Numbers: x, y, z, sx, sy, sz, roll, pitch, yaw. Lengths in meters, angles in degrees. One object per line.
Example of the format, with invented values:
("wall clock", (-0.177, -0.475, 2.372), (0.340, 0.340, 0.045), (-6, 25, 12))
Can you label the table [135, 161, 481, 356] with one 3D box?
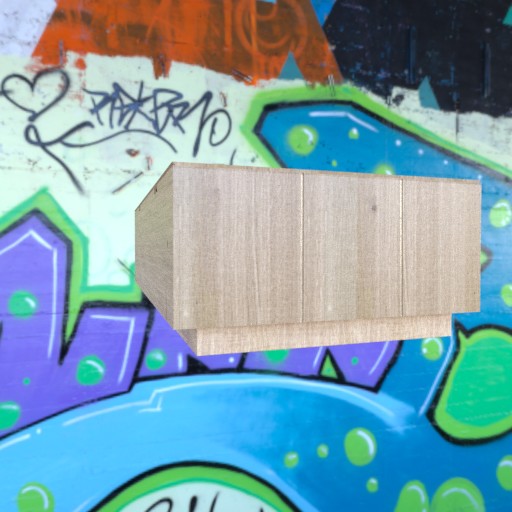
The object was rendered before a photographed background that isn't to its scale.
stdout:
("table", (0.000, 0.000, 1.402), (0.678, 0.353, 1.110), (0, 1, -19))
